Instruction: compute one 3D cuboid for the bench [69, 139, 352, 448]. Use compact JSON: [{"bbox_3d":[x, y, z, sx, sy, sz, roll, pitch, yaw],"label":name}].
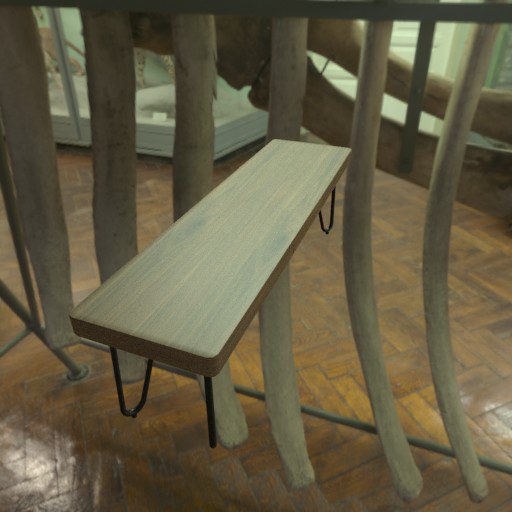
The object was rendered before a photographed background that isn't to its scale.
[{"bbox_3d":[0.000,0.000,1.801,0.425,0.462,1.570,12,34,18],"label":"bench"}]
